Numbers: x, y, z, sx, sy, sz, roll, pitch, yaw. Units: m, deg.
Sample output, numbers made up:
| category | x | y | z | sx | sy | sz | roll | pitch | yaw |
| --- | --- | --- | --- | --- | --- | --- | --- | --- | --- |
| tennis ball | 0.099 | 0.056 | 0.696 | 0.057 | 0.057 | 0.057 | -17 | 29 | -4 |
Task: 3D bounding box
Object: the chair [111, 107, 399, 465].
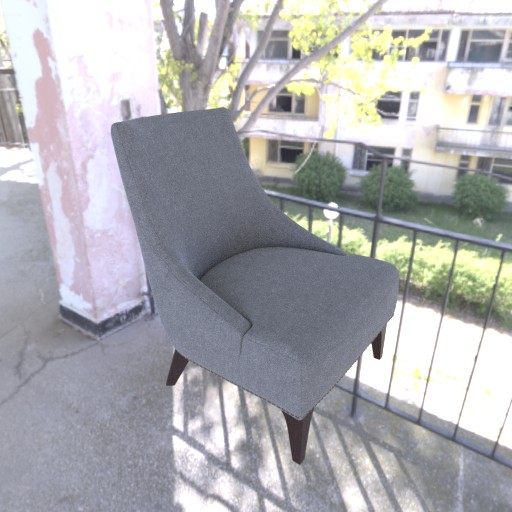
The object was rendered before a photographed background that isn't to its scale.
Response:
| category | x | y | z | sx | sy | sz | roll | pitch | yaw |
| --- | --- | --- | --- | --- | --- | --- | --- | --- | --- |
| chair | 0.000 | 0.000 | 1.558 | 0.861 | 0.909 | 0.701 | 17 | 30 | 33 |
